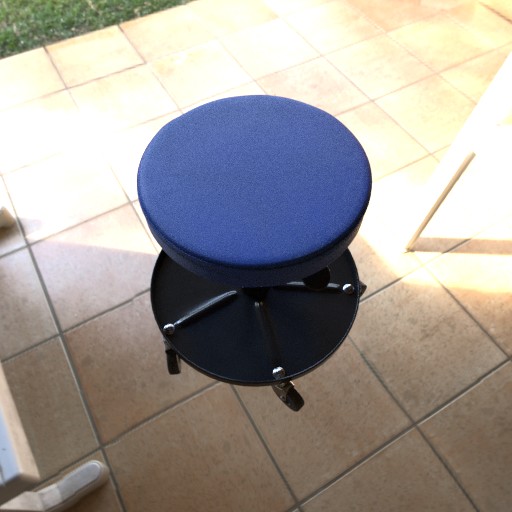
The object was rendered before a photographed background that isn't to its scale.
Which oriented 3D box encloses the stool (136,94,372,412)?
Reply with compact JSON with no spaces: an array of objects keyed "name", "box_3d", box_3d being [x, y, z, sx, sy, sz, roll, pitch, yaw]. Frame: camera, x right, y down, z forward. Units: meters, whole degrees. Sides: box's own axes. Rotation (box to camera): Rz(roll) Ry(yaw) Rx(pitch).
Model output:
[{"name":"stool","box_3d":[0.000,0.000,0.660,0.381,0.365,0.382,-32,63,-18]}]
